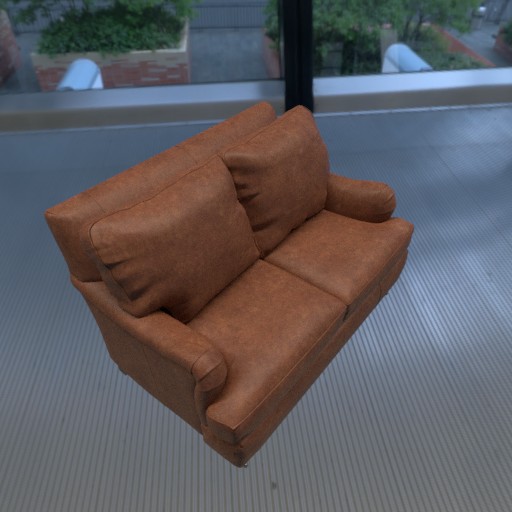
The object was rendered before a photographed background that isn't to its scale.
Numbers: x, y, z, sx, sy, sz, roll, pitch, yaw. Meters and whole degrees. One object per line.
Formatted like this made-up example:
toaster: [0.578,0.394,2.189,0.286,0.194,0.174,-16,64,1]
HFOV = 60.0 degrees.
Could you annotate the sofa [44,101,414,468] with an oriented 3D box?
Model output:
sofa: [0.000,0.000,2.201,1.077,1.004,1.527,28,49,28]
